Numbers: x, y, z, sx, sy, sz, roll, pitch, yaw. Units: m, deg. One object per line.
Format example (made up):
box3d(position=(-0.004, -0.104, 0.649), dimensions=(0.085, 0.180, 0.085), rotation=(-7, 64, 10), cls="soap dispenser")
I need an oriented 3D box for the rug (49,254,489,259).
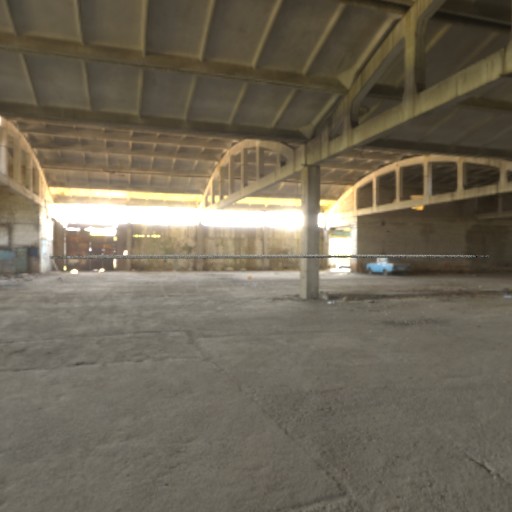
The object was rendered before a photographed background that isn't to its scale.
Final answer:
box3d(position=(0.000, 0.000, 2.966), dimensions=(2.312, 0.013, 1.600), rotation=(0, 0, -17), cls="rug")
